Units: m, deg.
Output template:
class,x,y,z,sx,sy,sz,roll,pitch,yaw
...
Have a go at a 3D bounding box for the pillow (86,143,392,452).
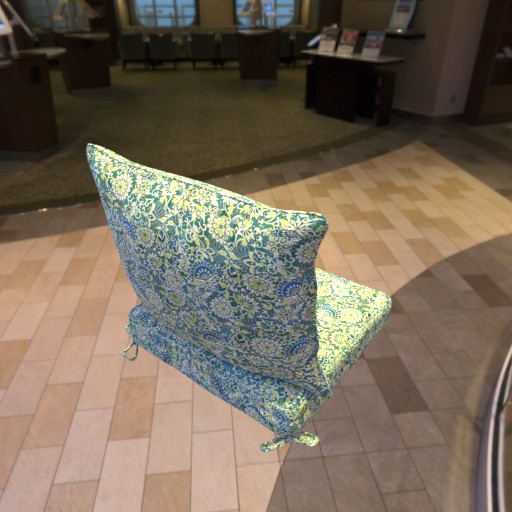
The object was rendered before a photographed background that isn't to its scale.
class,x,y,z,sx,sy,sz,roll,pitch,yaw
pillow,0.000,0.000,1.401,0.798,0.722,0.740,21,37,32
